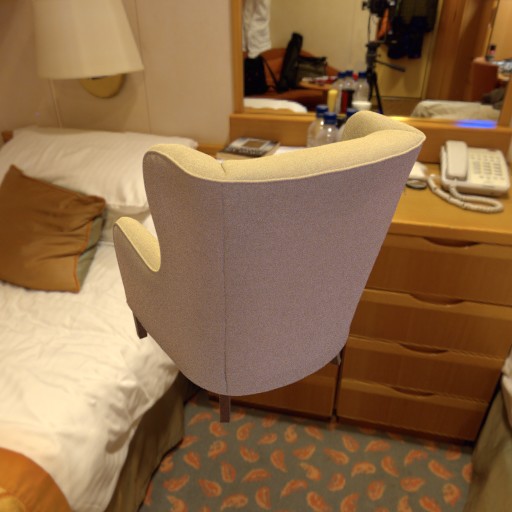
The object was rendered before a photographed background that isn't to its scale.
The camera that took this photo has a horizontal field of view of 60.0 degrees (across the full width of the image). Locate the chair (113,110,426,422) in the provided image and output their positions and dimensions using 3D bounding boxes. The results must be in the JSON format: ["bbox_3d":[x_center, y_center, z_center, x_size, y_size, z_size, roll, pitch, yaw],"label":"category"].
[{"bbox_3d":[0.000,0.000,1.694,0.838,1.040,0.966,-18,34,-28],"label":"chair"}]
